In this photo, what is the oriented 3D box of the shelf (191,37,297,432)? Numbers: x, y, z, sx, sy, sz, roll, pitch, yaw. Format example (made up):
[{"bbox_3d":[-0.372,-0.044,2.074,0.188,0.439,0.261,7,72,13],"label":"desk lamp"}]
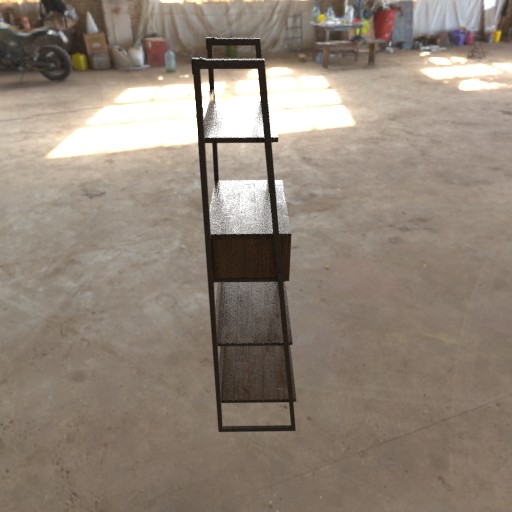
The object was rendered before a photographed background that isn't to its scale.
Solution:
[{"bbox_3d":[0.000,0.000,2.321,0.454,2.005,0.652,0,32,-1],"label":"shelf"}]
